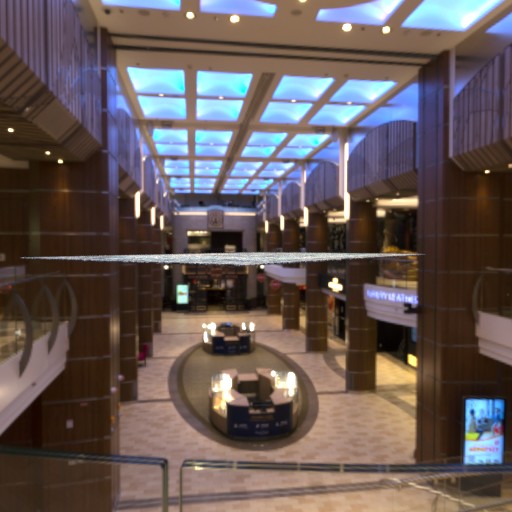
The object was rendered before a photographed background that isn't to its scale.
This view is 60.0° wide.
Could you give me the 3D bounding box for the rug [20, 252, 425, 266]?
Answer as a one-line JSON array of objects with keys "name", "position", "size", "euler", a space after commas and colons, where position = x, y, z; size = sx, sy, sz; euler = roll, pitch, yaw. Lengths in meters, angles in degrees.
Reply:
[{"name": "rug", "position": [0.000, 0.000, 2.311], "size": [1.219, 0.005, 1.828], "euler": [1, 2, 36]}]
